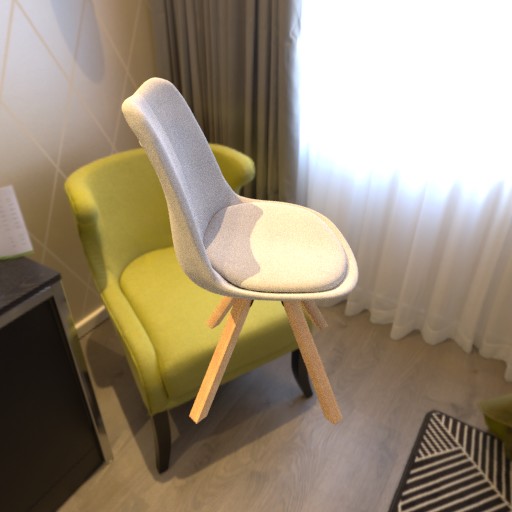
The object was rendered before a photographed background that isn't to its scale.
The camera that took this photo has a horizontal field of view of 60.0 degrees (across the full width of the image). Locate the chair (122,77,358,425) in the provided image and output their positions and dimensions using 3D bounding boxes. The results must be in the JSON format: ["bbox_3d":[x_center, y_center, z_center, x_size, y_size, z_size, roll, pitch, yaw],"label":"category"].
[{"bbox_3d":[0.000,0.000,1.200,0.549,0.863,0.474,1,33,2],"label":"chair"}]
